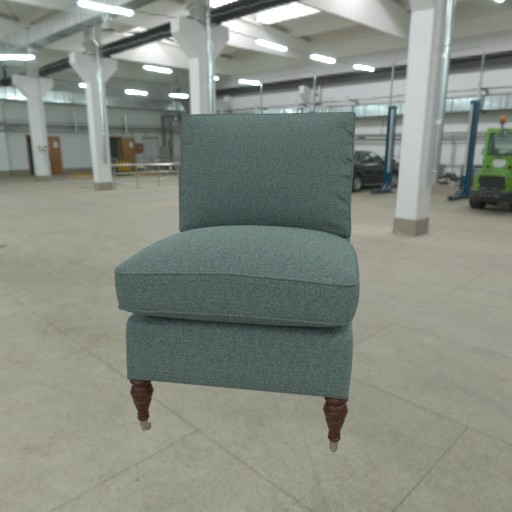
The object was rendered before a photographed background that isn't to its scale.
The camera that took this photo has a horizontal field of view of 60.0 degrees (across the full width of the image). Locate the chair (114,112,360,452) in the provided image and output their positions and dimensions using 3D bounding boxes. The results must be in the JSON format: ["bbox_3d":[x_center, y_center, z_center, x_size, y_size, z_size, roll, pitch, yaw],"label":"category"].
[{"bbox_3d":[0.000,0.000,1.414,0.624,0.901,0.796,2,14,10],"label":"chair"}]
